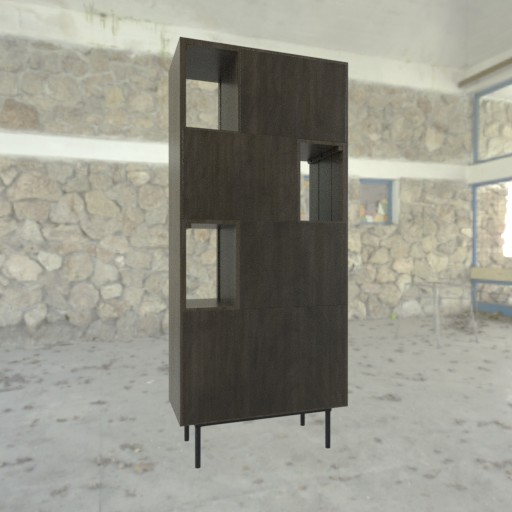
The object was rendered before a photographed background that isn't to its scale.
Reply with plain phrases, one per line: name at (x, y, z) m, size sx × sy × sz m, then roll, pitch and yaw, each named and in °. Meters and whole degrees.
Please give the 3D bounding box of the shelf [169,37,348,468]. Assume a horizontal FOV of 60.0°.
shelf at (0.000, 0.000, 1.819) m, size 0.670 × 1.545 × 0.323 m, roll 0°, pitch 0°, yaw -18°
